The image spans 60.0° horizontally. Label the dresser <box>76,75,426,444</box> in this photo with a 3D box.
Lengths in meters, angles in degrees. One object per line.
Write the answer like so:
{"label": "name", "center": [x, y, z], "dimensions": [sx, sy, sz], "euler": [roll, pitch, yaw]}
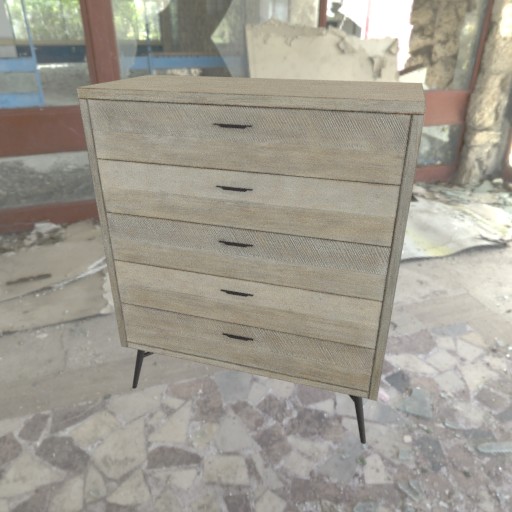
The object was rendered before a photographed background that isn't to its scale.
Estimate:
{"label": "dresser", "center": [0.000, 0.000, 1.687], "dimensions": [1.016, 1.219, 0.457], "euler": [8, 28, 15]}
